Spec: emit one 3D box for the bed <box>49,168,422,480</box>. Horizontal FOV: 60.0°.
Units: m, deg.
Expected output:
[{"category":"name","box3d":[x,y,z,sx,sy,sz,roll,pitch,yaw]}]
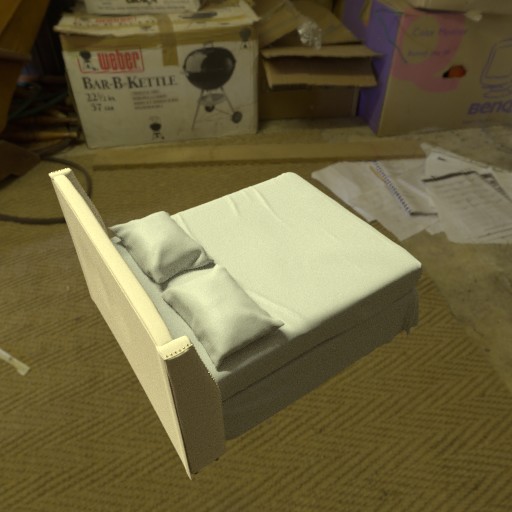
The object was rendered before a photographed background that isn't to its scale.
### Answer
[{"category":"bed","box3d":[0.000,0.000,3.426,2.276,1.332,1.925,-24,47,-25]}]
